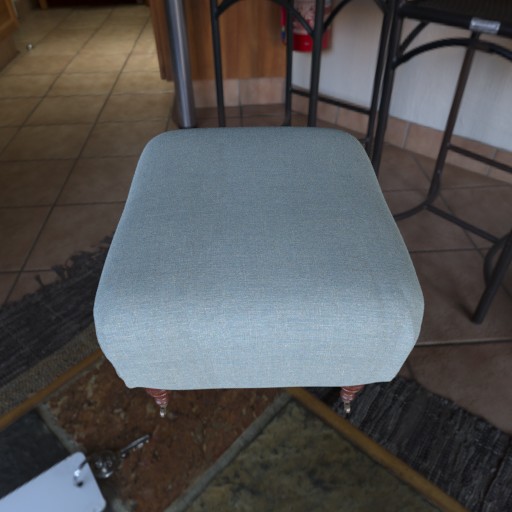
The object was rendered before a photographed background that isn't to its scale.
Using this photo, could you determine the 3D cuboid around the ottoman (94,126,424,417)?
[{"bbox_3d":[0.000,0.000,1.129,0.622,0.450,0.747,-1,42,-1],"label":"ottoman"}]
